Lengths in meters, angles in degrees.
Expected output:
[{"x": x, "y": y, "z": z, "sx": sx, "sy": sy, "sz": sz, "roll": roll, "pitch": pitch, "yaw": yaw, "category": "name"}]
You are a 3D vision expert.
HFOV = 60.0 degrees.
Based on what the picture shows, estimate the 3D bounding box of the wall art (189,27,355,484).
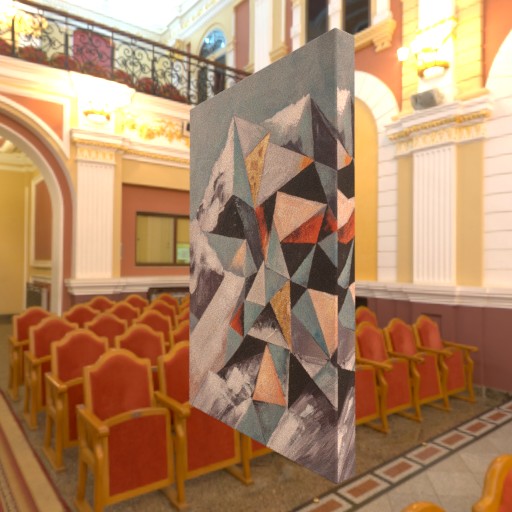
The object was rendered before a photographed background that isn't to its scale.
[{"x": 0.000, "y": 0.000, "z": 1.141, "sx": 0.061, "sy": 0.911, "sz": 0.609, "roll": 0, "pitch": -1, "yaw": -37, "category": "wall art"}]
